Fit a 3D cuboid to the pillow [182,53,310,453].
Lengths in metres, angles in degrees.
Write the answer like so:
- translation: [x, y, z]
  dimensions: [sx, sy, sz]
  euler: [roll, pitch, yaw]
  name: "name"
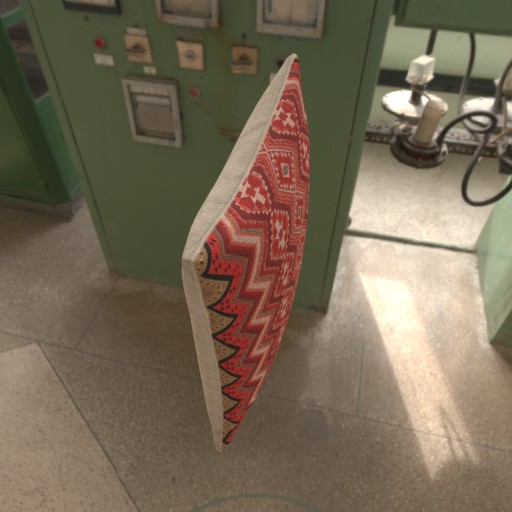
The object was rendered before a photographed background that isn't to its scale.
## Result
- translation: [0.000, 0.000, 0.789]
  dimensions: [0.158, 0.511, 0.513]
  euler: [11, 47, 10]
  name: "pillow"
